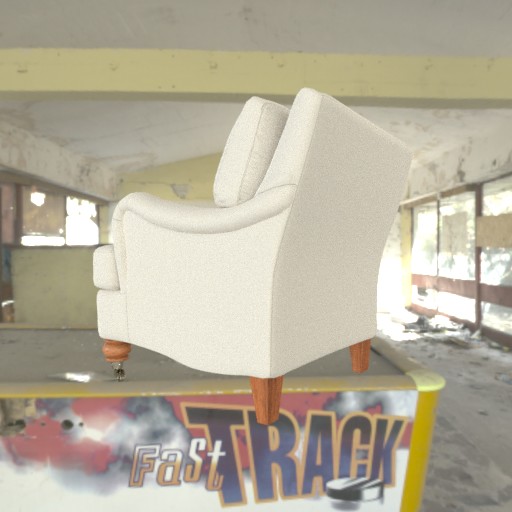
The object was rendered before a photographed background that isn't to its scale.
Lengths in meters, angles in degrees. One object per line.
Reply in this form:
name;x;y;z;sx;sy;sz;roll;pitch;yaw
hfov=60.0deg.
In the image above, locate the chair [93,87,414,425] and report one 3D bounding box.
chair;0.000;0.000;1.880;1.070;1.038;0.955;0;1;36
